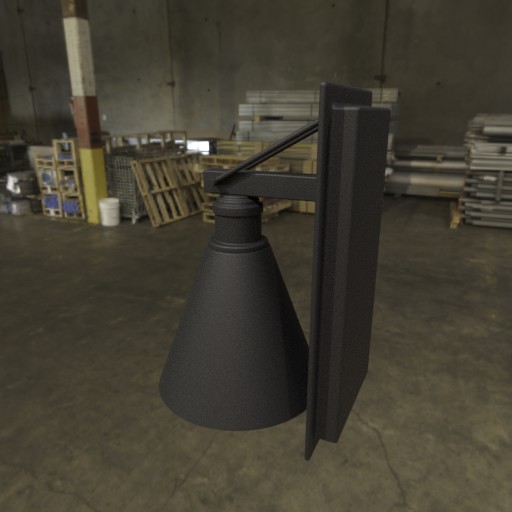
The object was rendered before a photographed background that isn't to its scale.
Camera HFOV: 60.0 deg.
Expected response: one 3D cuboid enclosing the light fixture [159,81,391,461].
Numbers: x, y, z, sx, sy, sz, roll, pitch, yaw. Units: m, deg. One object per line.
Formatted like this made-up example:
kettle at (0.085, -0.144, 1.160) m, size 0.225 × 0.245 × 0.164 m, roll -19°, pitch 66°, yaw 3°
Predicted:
light fixture at (0.000, 0.000, 0.423) m, size 0.207 × 0.298 × 0.170 m, roll 8°, pitch 20°, yaw 24°
